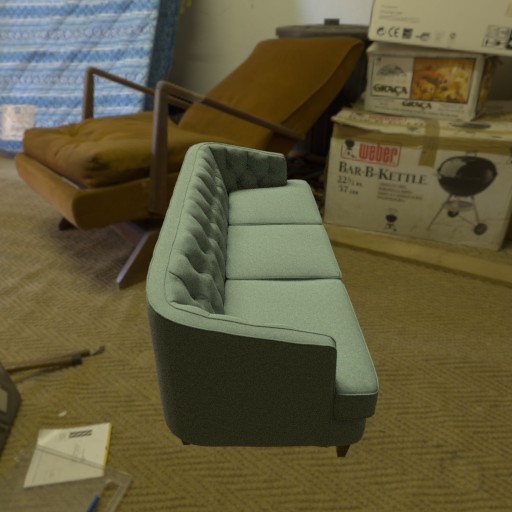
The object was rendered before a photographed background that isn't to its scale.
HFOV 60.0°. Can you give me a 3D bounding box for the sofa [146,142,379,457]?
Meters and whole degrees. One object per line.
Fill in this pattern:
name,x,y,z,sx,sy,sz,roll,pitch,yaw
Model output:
sofa,0.000,0.000,2.694,0.941,0.855,2.278,-1,31,-2
